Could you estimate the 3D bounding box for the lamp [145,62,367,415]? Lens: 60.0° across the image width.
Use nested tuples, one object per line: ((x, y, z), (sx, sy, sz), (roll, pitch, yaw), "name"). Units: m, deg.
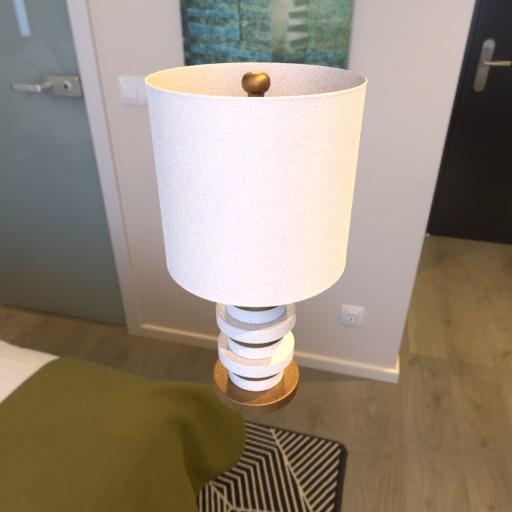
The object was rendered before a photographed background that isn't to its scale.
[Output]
((0.000, 0.000, 0.528), (0.210, 0.410, 0.210), (-8, 31, -13), "lamp")
